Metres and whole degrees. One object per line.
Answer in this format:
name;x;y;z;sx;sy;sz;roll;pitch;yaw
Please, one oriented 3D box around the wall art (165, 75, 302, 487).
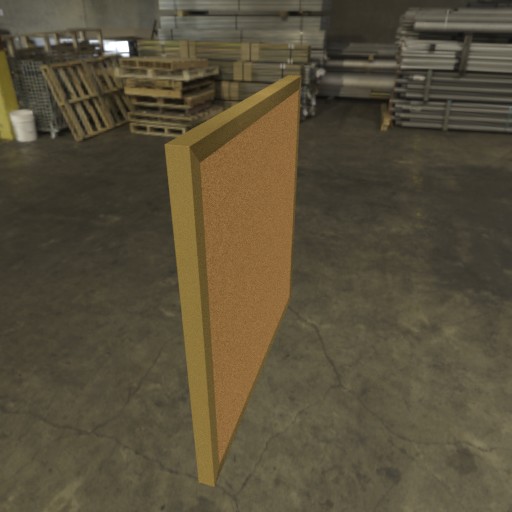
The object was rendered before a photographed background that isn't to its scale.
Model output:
wall art;0.000;0.000;1.122;0.038;0.762;0.762;8;30;15
